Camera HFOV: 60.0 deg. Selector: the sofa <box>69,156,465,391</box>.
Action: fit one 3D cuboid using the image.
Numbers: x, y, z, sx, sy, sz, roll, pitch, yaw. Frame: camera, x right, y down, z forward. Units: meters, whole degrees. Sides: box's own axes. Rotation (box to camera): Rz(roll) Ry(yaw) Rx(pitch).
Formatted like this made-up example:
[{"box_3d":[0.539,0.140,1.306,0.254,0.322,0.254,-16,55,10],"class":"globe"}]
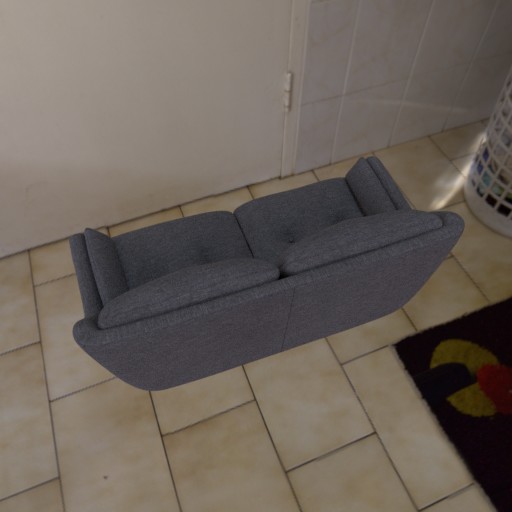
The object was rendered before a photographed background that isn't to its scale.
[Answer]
[{"box_3d":[0.000,0.000,2.505,1.929,0.896,0.975,-16,57,-11],"class":"sofa"}]
